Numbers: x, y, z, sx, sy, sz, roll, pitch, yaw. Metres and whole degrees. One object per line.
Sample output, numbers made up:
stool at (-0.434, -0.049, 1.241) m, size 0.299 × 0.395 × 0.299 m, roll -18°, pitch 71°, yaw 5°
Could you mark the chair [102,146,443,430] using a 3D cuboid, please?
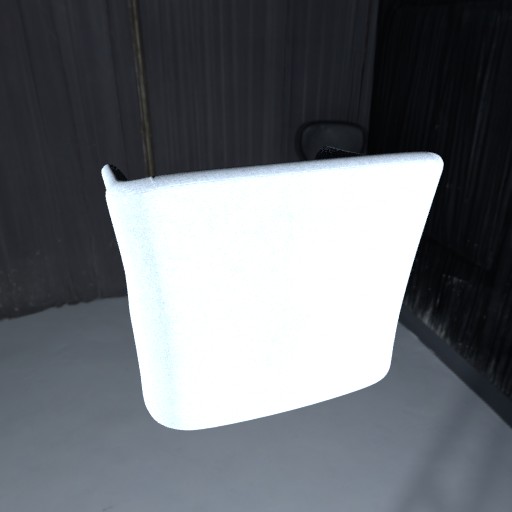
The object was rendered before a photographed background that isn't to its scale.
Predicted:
chair at (0.000, 0.000, 1.299) m, size 0.790 × 0.720 × 0.700 m, roll -9°, pitch 28°, yaw -16°
